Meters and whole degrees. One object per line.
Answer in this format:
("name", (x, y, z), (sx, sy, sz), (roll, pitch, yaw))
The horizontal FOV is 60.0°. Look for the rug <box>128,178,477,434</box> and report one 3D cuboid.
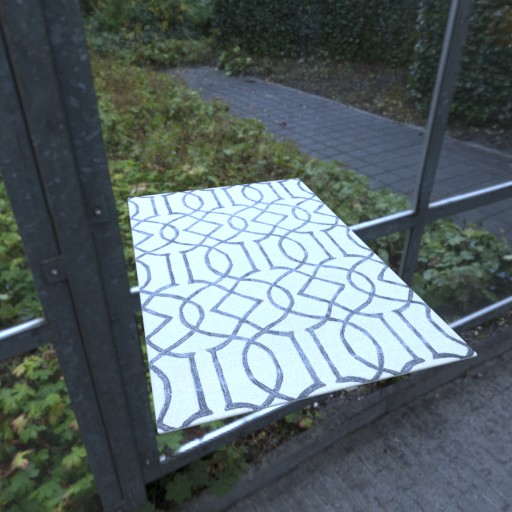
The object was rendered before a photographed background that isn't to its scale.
("rug", (0.000, 0.000, 2.907), (1.521, 0.017, 2.365), (-9, 33, -14))
